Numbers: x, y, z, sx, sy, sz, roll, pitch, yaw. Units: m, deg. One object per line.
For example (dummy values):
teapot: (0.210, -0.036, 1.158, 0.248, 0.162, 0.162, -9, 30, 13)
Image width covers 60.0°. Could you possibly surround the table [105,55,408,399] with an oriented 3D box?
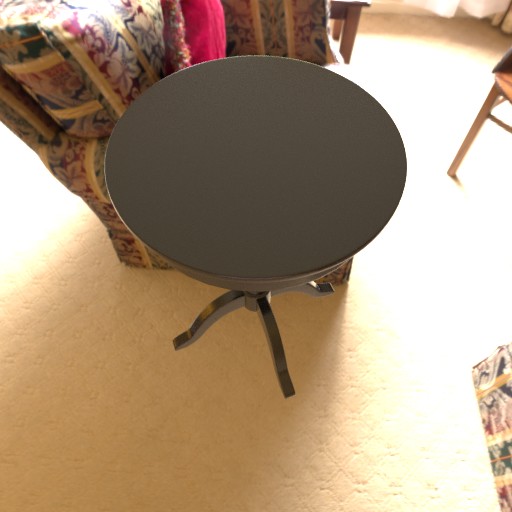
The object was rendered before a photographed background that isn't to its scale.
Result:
table: (0.000, 0.000, 0.989, 0.481, 0.665, 0.481, 0, 58, 0)
